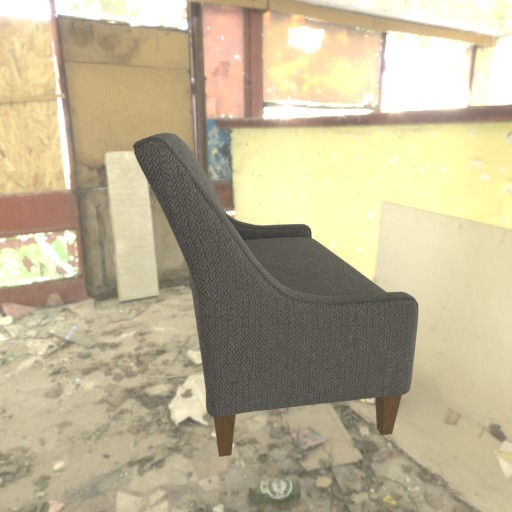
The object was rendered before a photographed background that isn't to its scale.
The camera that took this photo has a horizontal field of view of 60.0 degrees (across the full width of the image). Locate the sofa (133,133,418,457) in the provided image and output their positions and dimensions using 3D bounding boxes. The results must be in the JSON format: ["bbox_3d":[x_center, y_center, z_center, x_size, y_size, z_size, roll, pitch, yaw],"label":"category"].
[{"bbox_3d":[0.000,0.000,1.907,0.873,1.022,1.242,-3,16,-10],"label":"sofa"}]
